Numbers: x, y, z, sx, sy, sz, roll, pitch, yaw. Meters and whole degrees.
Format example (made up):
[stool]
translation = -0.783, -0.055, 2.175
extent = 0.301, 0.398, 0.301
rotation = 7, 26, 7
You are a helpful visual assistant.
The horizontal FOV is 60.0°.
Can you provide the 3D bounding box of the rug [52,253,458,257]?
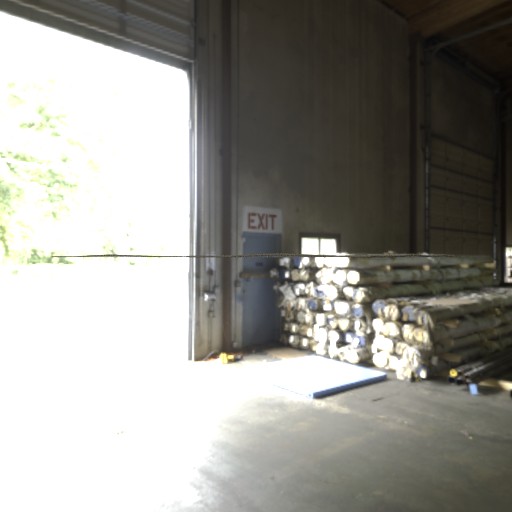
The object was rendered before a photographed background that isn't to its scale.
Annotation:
[rug]
translation = 0.000, 0.000, 4.492
extent = 3.333, 0.027, 2.428
rotation = 0, 0, 35
